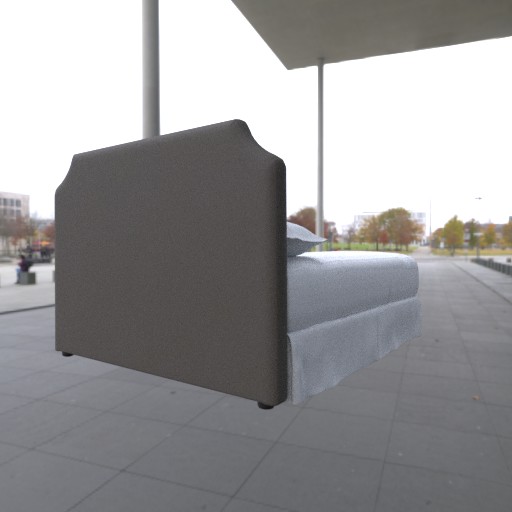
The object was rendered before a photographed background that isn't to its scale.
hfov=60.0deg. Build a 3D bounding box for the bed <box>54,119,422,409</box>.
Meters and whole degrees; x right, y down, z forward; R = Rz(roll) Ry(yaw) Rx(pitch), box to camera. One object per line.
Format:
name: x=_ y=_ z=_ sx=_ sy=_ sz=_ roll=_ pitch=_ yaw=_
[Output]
bed: x=0.000 y=0.000 z=3.870 sx=2.194 sy=1.561 sz=2.536 roll=1 pitch=1 yaw=36
